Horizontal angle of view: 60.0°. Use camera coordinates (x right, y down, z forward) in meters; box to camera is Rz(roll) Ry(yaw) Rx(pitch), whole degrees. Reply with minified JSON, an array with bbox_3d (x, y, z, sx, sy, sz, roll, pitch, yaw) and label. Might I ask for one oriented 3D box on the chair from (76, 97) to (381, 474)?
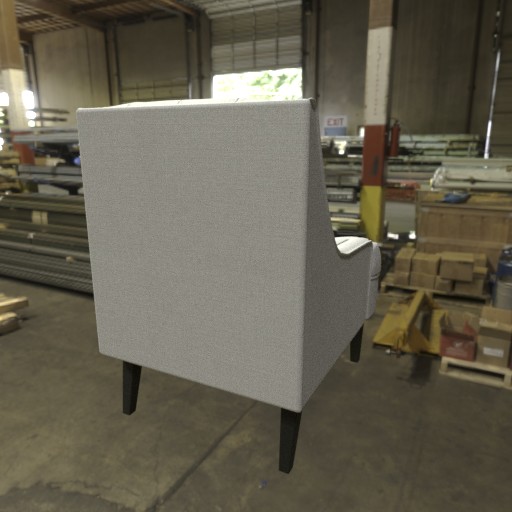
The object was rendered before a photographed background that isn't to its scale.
[{"bbox_3d":[0.000,0.000,1.408,0.658,0.891,0.772,8,17,27],"label":"chair"}]
